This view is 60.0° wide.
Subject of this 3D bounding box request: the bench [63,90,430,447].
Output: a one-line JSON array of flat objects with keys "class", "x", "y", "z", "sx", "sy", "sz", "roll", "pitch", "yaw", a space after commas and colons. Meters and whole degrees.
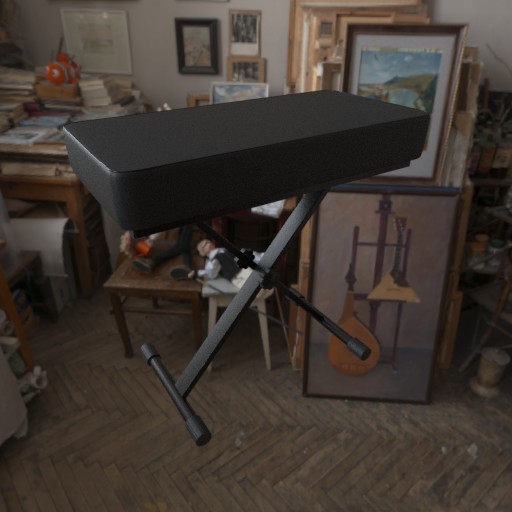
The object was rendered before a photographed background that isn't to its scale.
[{"class": "bench", "x": 0.000, "y": 0.000, "z": 0.921, "sx": 0.600, "sy": 0.561, "sz": 0.300, "roll": -18, "pitch": 35, "yaw": -28}]
